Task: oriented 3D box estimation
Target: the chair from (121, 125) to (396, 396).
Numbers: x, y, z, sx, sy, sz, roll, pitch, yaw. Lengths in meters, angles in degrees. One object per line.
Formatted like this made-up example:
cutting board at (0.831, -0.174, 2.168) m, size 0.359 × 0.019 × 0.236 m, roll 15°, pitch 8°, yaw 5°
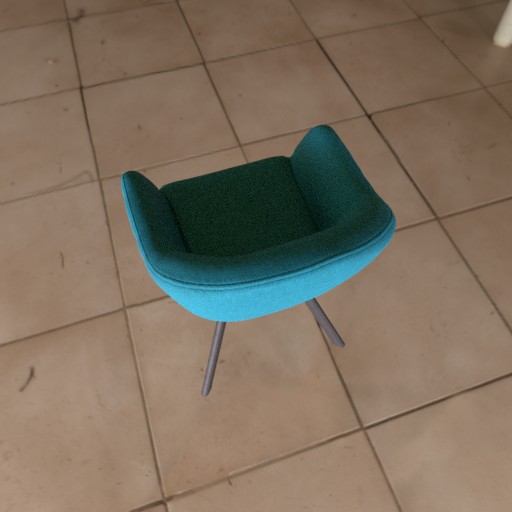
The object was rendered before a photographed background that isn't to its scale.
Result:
chair at (0.000, 0.000, 1.166) m, size 0.545 × 0.775 × 0.565 m, roll -17°, pitch 60°, yaw -10°
